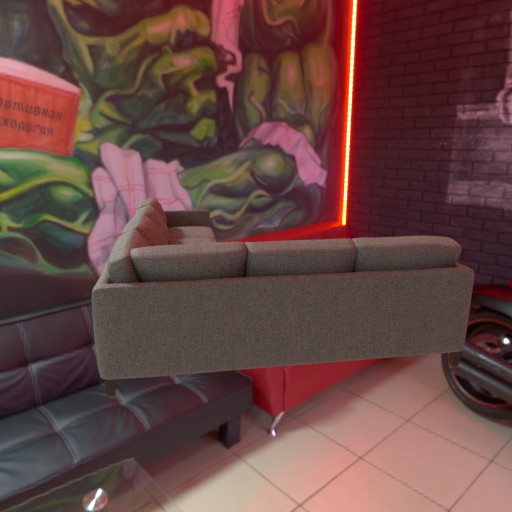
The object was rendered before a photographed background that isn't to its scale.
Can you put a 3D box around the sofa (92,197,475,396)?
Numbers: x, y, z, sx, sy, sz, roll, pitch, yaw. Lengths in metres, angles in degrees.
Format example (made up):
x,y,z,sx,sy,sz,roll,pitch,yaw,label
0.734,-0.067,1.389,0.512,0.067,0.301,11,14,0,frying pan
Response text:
x,y,z,sx,sy,sz,roll,pitch,yaw,label
0.000,0.000,4.476,2.593,0.947,3.302,-2,15,-9,sofa
